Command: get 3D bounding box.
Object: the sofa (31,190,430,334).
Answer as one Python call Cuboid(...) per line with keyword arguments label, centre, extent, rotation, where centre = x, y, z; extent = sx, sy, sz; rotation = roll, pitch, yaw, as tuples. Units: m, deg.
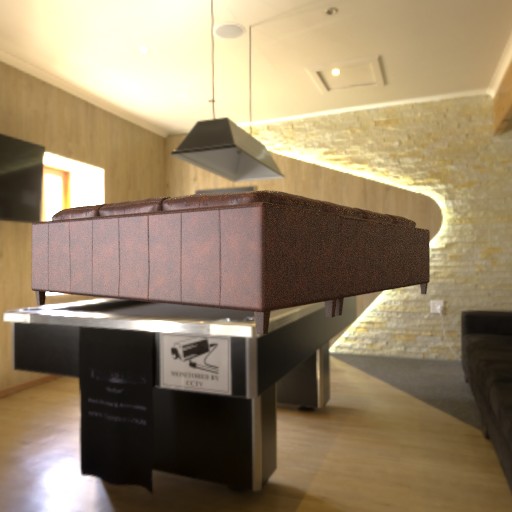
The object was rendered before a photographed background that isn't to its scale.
Cuboid(label="sofa", centre=(0.000, 0.000, 4.304), extent=(2.438, 0.836, 3.152), rotation=(0, 0, 36))
